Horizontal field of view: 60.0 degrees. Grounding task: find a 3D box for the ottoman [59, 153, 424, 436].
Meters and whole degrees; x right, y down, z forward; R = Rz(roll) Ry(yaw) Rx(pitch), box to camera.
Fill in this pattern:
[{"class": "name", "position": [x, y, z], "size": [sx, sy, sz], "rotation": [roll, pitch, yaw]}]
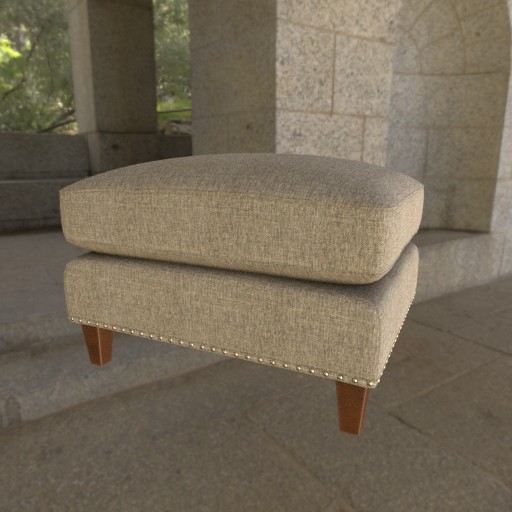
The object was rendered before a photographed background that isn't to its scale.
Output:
[{"class": "ottoman", "position": [0.000, 0.000, 1.133], "size": [0.741, 0.513, 0.584], "rotation": [6, 15, 25]}]
